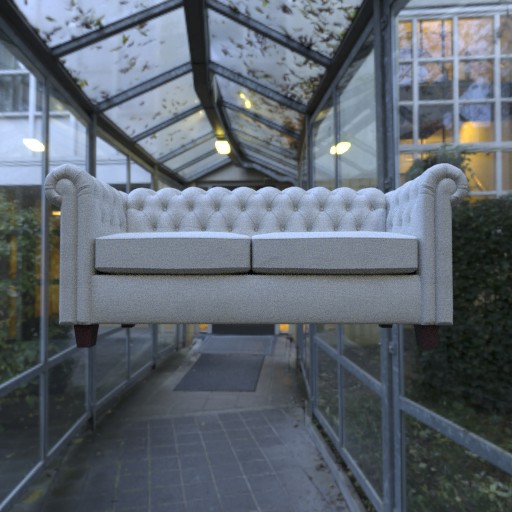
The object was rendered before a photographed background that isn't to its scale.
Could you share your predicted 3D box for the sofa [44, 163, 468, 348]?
[{"bbox_3d":[0.000,0.000,2.229,1.798,0.797,0.783,0,-1,0],"label":"sofa"}]
